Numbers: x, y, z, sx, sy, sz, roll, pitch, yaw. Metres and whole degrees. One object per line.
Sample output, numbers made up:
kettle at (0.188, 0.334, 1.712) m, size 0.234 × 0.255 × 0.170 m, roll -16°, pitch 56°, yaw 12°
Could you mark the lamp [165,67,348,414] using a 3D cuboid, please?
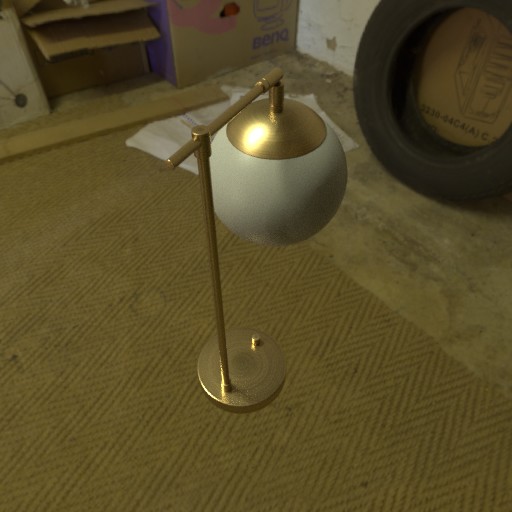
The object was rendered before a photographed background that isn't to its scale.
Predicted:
lamp at (0.000, 0.000, 0.697) m, size 0.207 × 0.559 × 0.324 m, roll 22°, pitch 50°, yaw 20°
